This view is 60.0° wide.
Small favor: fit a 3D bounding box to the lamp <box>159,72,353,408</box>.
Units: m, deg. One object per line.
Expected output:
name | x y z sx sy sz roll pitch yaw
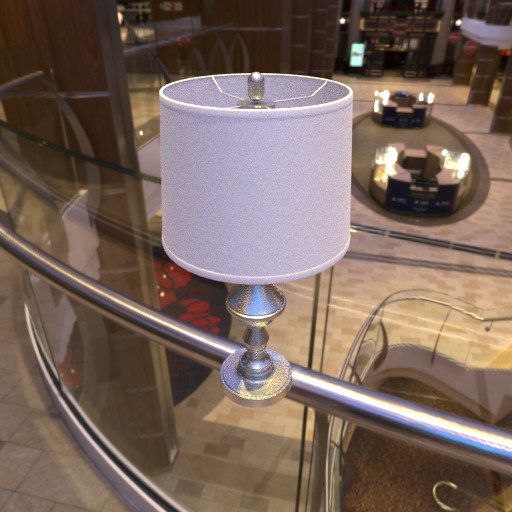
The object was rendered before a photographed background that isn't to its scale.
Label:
lamp | 0.000 0.000 0.947 0.383 0.733 0.383 0 31 0
